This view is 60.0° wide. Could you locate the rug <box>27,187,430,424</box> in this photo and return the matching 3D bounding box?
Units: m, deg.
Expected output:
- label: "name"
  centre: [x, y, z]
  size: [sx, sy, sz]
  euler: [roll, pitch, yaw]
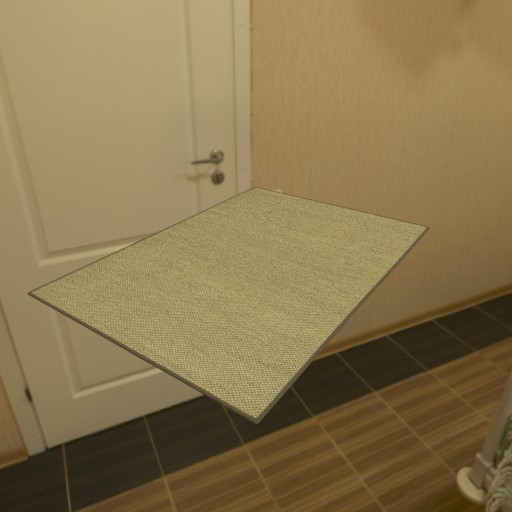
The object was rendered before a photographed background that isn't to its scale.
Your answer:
- label: "rug"
  centre: [0.000, 0.000, 2.763]
  size: [1.523, 0.012, 2.133]
  euler: [18, 33, 31]
